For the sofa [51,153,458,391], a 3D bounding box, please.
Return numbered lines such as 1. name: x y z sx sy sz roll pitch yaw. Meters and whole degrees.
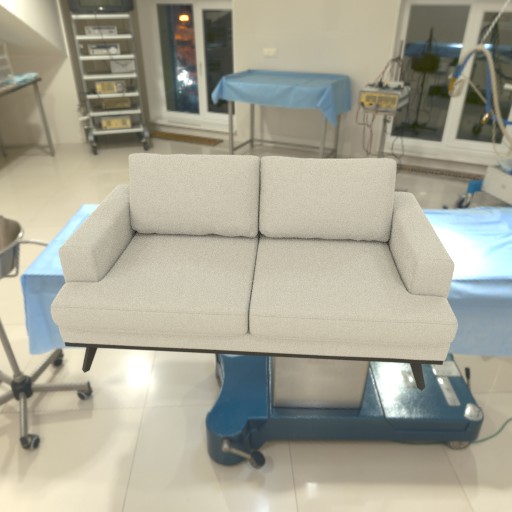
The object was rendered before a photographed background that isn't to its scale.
1. sofa: 0.000 0.000 2.137 1.650 0.810 0.920 2 30 3
